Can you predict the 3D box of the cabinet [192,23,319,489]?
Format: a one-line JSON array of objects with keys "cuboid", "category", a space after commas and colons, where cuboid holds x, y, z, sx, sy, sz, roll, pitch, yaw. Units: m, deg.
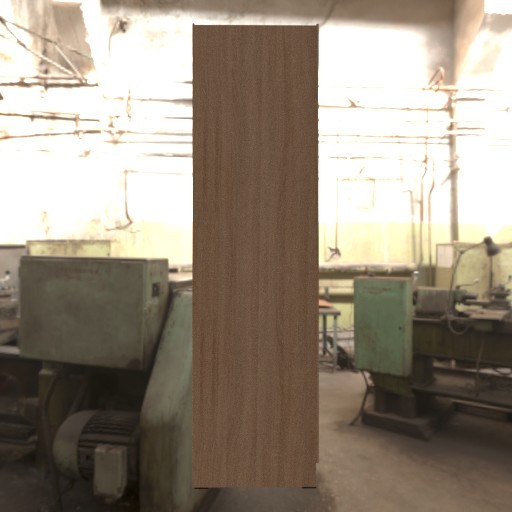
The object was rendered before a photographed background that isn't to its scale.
[{"cuboid": [0.000, 0.000, 2.519, 0.590, 2.121, 1.001, 0, 0, -1], "category": "cabinet"}]
